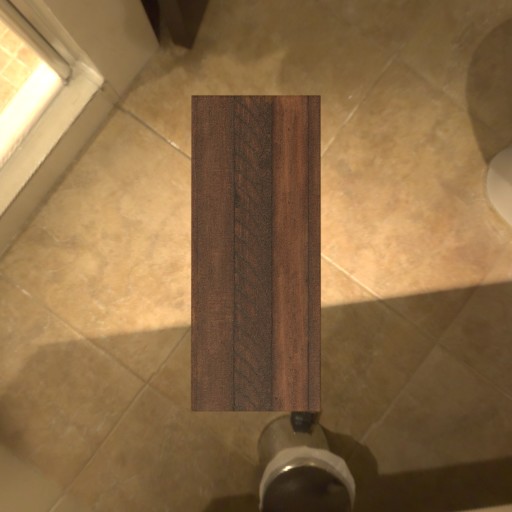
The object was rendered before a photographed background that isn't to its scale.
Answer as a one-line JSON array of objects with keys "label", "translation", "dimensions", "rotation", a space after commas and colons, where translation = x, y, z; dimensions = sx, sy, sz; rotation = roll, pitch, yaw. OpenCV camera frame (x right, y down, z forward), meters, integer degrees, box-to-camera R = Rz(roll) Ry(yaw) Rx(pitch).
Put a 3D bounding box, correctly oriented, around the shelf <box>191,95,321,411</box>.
[{"label": "shelf", "translation": [0.000, 0.000, 2.155], "dimensions": [0.359, 1.860, 0.874], "rotation": [0, 89, 0]}]
